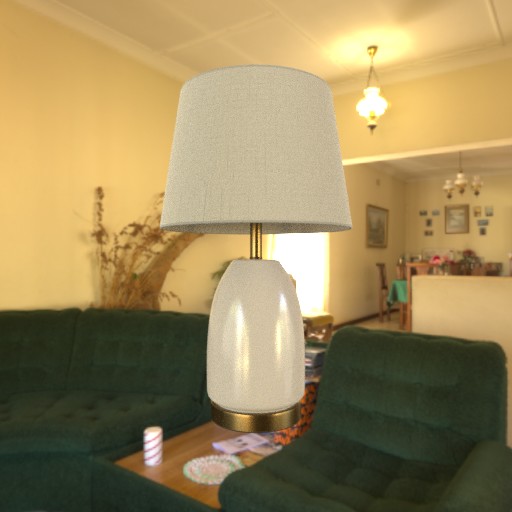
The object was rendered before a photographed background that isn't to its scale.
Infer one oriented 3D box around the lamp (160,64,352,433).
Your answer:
[{"bbox_3d":[0.000,0.000,0.671,0.285,0.483,0.285,0,0,0],"label":"lamp"}]
